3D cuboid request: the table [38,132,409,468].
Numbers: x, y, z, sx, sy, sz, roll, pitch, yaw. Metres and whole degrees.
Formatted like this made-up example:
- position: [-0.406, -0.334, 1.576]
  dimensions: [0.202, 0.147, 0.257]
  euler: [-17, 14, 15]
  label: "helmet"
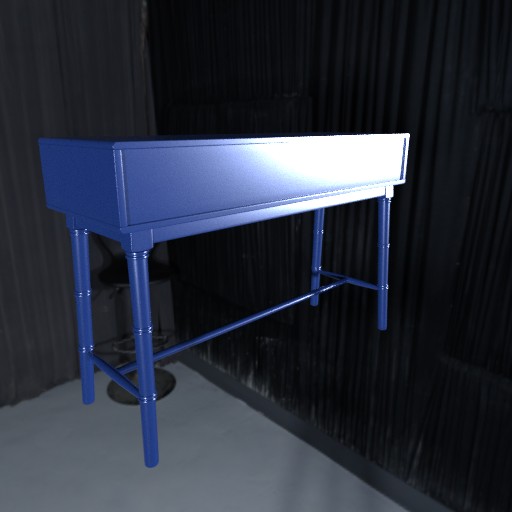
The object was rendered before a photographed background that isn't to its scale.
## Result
- position: [0.000, 0.000, 1.424]
  dimensions: [1.118, 0.749, 0.399]
  euler: [-15, 23, -42]
  label: "table"
